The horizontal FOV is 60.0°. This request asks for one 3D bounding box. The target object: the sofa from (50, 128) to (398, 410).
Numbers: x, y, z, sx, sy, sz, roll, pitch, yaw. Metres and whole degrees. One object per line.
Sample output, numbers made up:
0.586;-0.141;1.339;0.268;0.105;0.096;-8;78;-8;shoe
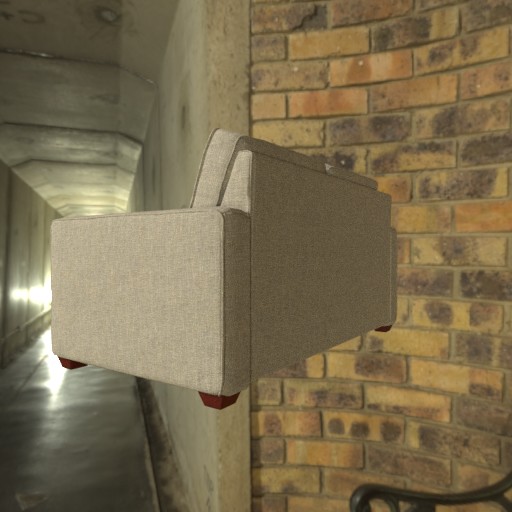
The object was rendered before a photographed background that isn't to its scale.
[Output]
0.000;0.000;2.255;0.945;0.915;1.706;1;1;35;sofa
